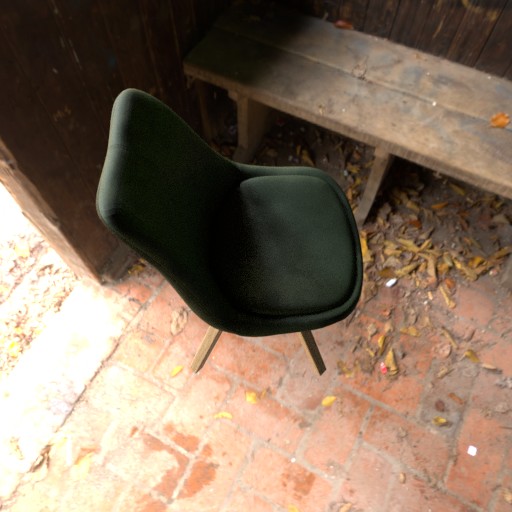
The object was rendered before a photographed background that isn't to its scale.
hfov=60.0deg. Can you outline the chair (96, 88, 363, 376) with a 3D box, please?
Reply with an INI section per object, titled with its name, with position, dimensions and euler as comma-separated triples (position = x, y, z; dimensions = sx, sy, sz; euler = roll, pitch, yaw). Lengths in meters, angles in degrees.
[chair]
position = 0.000, 0.000, 1.171
dimensions = 0.547, 0.865, 0.483
euler = -1, 62, 0
